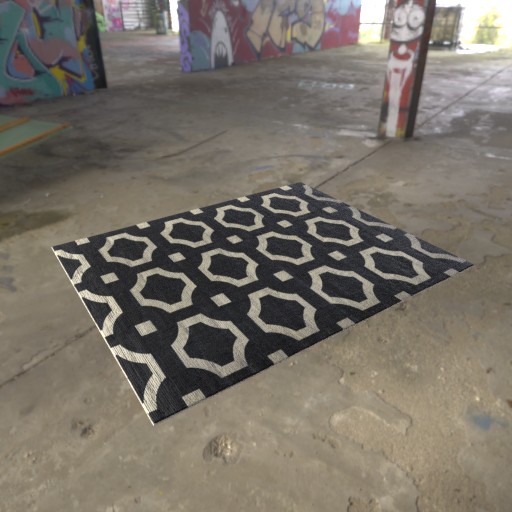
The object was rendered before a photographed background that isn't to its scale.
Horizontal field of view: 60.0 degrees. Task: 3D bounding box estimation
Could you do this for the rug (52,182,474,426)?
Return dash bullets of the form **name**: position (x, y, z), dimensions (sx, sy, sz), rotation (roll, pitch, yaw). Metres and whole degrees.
- **rug**: position (0.000, 0.000, 4.092), dimensions (3.049, 0.021, 2.466), rotation (-19, 35, -29)
